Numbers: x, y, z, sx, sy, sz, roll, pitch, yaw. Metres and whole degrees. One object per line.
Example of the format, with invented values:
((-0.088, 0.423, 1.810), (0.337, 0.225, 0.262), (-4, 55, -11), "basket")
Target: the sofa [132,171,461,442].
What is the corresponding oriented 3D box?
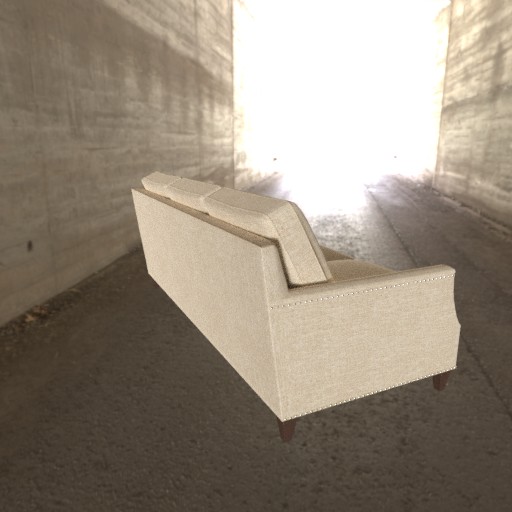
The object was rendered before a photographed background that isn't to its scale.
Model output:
((0.000, 0.000, 2.730), (1.041, 0.940, 2.210), (-7, 16, -25), "sofa")
